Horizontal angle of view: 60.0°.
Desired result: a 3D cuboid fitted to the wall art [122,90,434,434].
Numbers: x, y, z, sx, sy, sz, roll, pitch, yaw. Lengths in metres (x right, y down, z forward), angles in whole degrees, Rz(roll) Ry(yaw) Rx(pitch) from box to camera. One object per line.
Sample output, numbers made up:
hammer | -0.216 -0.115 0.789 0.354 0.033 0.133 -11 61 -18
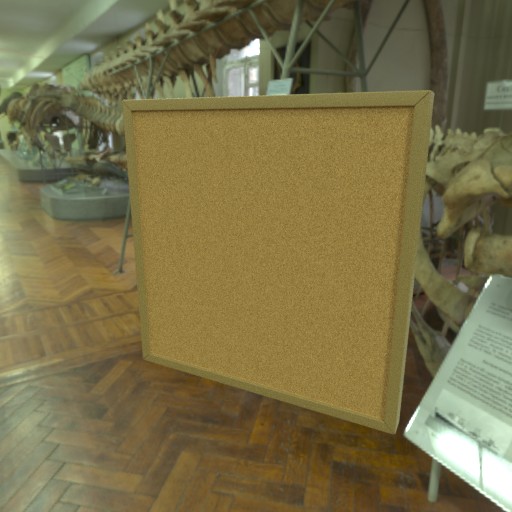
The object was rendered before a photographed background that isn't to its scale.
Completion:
wall art | 0.000 0.000 0.751 0.509 0.509 0.036 8 18 26
